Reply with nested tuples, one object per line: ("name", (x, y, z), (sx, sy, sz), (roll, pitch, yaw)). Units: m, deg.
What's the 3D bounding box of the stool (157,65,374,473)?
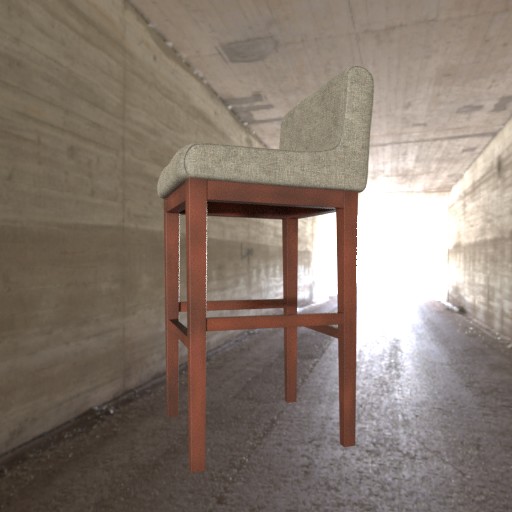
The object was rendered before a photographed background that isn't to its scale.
("stool", (0.000, 0.000, 1.237), (0.499, 0.965, 0.426), (0, 0, -20))
